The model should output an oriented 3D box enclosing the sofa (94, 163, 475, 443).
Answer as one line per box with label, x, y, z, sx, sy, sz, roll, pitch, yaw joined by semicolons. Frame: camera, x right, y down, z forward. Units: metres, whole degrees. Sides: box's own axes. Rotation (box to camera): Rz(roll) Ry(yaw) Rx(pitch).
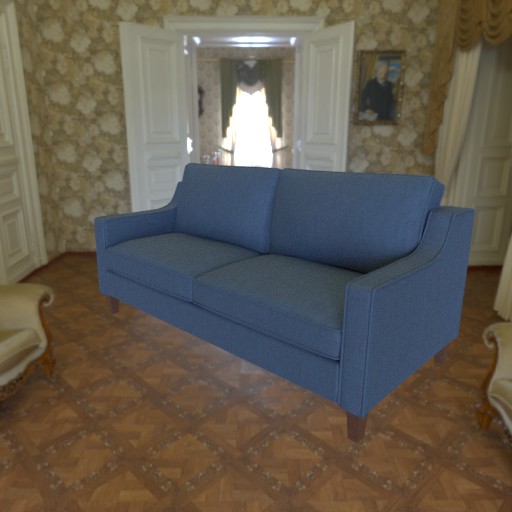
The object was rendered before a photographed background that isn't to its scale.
sofa;0.000;0.000;2.769;2.178;1.071;1.066;14;21;42
